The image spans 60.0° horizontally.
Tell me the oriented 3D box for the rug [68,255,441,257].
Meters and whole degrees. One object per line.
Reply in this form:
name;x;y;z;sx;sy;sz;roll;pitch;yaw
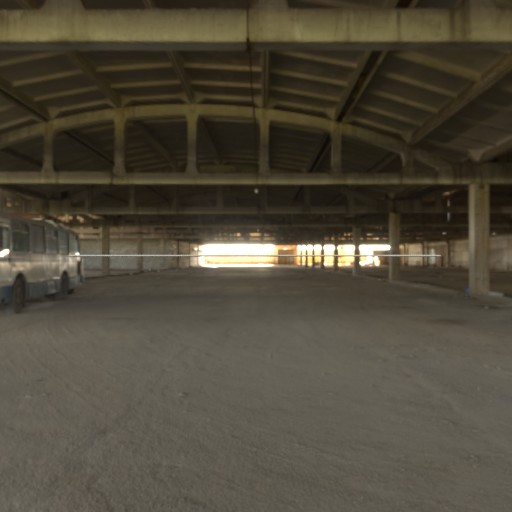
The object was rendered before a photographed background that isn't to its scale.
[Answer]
rug;0.000;0.000;3.013;1.523;0.008;2.438;0;0;0
